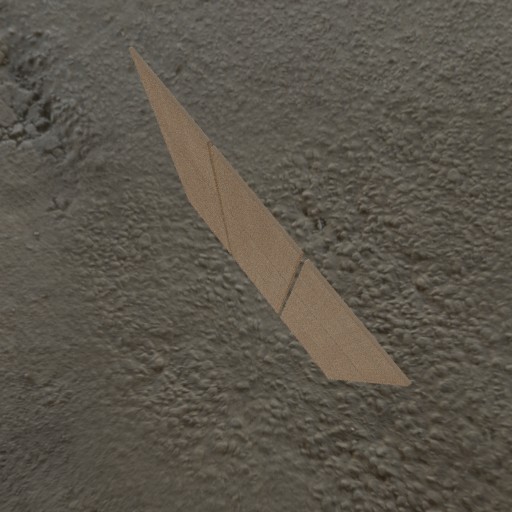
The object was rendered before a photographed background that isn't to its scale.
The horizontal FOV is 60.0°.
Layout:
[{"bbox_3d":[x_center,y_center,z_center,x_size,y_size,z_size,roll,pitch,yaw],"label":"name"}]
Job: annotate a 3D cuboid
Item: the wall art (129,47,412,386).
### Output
[{"bbox_3d":[0.000,0.000,1.784,0.013,1.218,1.219,-37,78,-9],"label":"wall art"}]
